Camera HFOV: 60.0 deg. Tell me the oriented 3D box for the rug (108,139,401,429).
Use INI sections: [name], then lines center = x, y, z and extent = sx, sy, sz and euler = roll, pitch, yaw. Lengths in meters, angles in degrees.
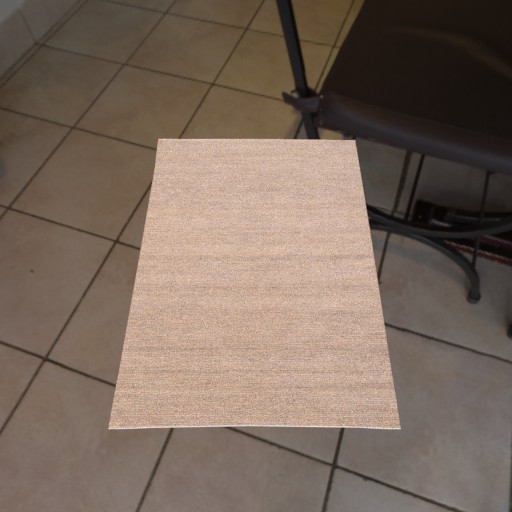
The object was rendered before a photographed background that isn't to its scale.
[rug]
center = 0.000, 0.000, 3.044
extent = 1.624, 0.030, 2.264
euler = 0, 58, 0
